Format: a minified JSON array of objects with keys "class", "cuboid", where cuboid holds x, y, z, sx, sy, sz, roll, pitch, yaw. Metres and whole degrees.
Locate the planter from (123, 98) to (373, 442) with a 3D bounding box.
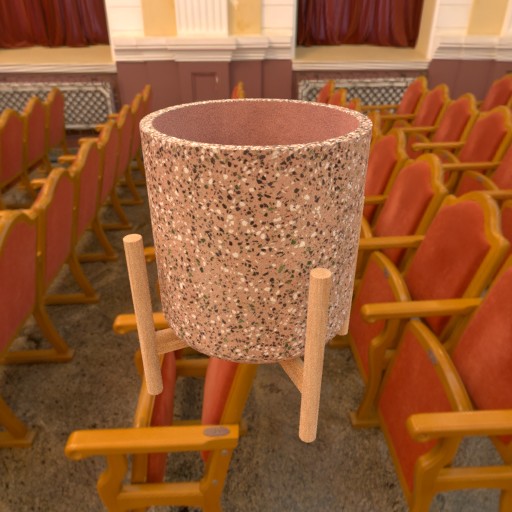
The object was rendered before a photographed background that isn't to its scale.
[{"class":"planter","cuboid":[0.000,0.000,0.692,0.360,0.419,0.360,-1,29,-2]}]
